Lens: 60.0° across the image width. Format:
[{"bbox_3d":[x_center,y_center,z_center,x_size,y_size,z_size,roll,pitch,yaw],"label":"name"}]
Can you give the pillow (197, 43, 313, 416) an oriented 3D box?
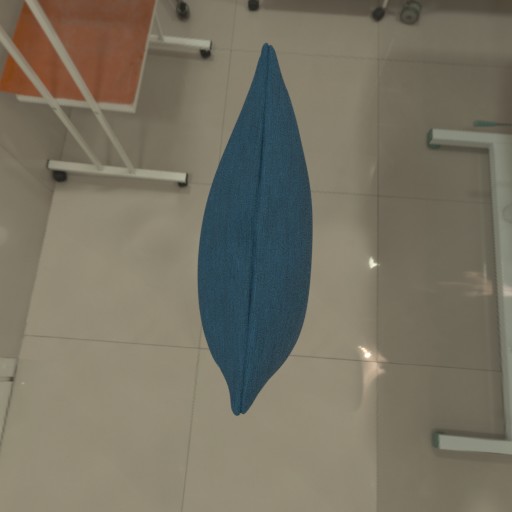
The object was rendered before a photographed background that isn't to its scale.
[{"bbox_3d":[0.000,0.000,0.686,0.177,0.420,0.437,4,75,1],"label":"pillow"}]
